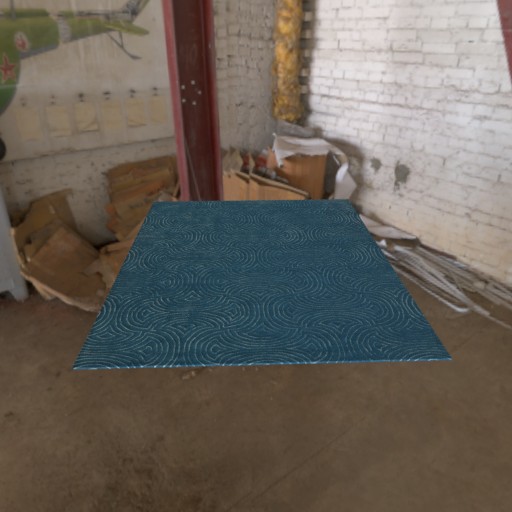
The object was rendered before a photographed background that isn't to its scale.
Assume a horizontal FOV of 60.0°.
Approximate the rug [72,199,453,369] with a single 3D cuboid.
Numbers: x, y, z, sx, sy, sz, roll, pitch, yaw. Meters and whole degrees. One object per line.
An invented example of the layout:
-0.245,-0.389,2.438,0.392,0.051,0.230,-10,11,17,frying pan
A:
0.000,0.000,4.173,2.432,0.012,3.033,-1,27,-2,rug
